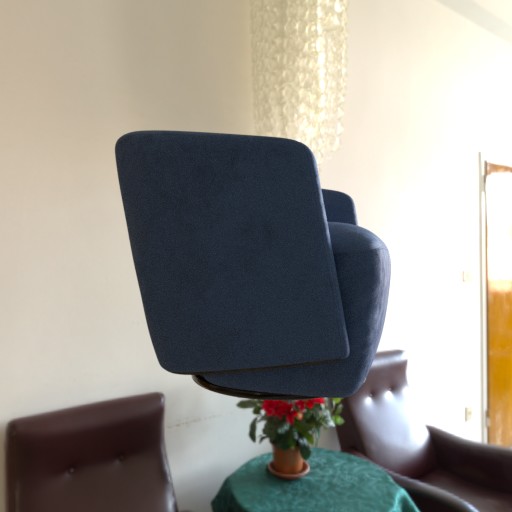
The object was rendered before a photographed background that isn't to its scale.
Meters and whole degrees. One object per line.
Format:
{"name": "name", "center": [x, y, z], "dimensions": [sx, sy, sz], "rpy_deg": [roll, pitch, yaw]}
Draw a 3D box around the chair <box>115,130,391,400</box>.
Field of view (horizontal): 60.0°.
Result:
{"name": "chair", "center": [0.000, 0.000, 1.329], "dimensions": [0.767, 0.698, 0.773], "rpy_deg": [0, -1, 19]}
